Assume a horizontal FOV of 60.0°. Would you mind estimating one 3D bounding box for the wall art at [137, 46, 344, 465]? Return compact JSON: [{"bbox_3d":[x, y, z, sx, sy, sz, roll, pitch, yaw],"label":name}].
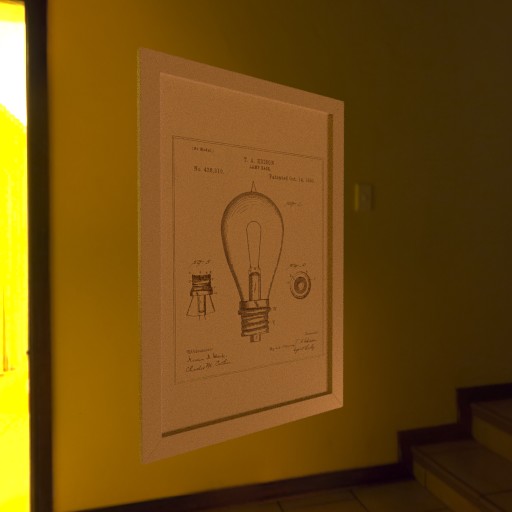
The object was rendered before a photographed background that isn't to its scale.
[{"bbox_3d":[0.000,0.000,0.600,0.325,0.474,0.010,-1,1,-35],"label":"wall art"}]
